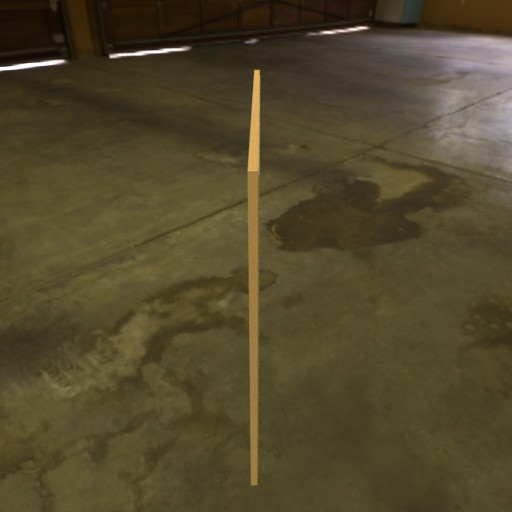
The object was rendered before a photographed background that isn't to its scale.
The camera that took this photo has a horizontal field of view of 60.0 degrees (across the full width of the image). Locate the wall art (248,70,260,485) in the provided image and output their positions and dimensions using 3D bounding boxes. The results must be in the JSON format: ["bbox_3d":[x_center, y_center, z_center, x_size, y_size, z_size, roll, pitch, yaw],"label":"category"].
[{"bbox_3d":[0.000,0.000,0.977,0.014,0.655,0.657,0,32,0],"label":"wall art"}]
